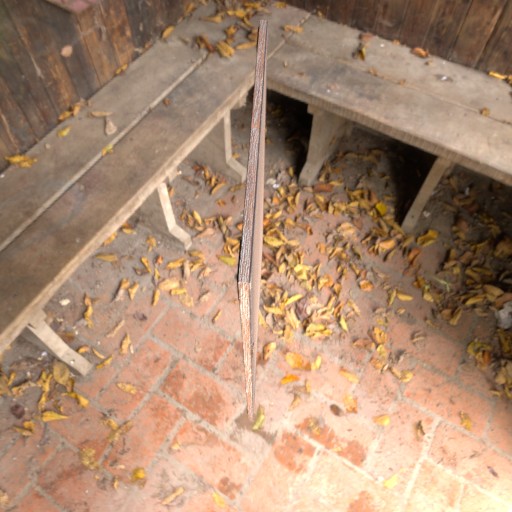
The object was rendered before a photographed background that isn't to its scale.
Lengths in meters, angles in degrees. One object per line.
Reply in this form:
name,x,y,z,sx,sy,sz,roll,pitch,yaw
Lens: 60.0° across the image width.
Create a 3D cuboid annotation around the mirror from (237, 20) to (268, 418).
mirror,0.000,0.000,1.291,0.025,0.996,0.705,3,59,2
